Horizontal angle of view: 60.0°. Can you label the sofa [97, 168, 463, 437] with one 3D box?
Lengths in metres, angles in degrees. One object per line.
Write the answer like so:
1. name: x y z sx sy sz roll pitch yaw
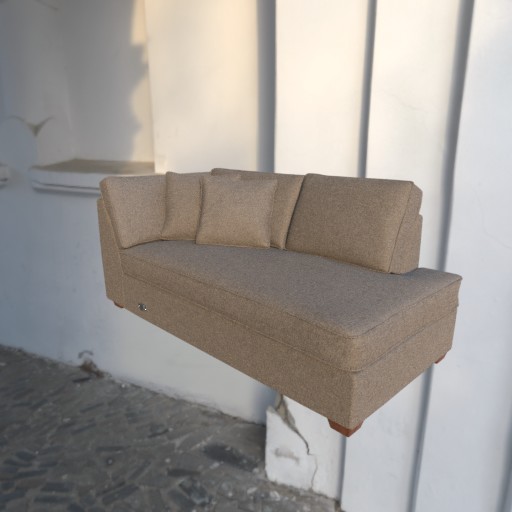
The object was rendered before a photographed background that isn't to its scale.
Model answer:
1. sofa: 0.000 0.000 2.857 2.237 1.033 1.110 15 22 43
